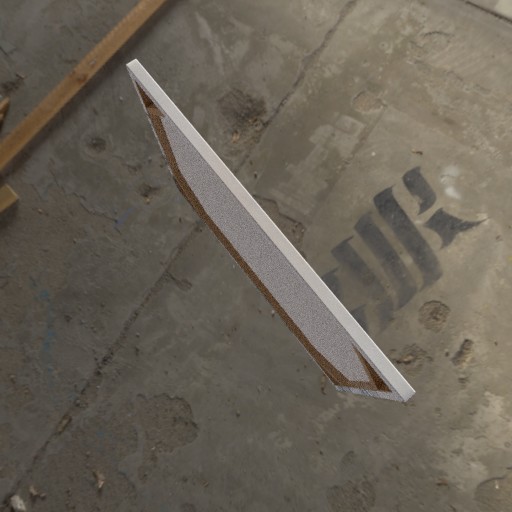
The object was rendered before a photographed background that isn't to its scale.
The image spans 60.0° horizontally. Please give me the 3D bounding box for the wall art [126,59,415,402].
[{"bbox_3d":[0.000,0.000,1.643,0.039,0.915,1.219,-37,78,-9],"label":"wall art"}]
